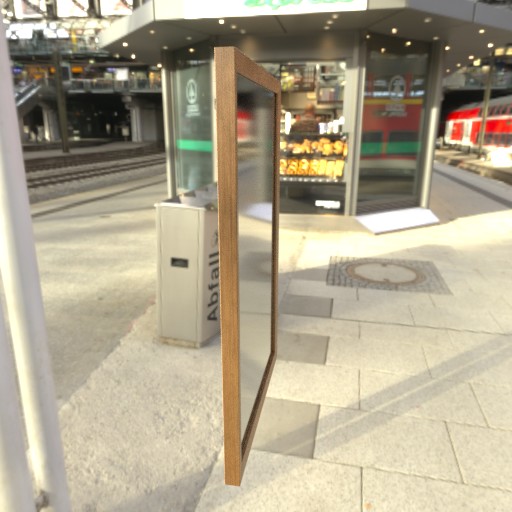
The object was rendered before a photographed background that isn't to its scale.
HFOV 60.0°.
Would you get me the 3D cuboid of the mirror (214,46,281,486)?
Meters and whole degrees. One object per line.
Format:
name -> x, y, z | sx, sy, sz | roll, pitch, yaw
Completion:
mirror -> 0.000, 0.000, 1.171 | 0.040, 0.915, 0.609 | 3, 16, 10
